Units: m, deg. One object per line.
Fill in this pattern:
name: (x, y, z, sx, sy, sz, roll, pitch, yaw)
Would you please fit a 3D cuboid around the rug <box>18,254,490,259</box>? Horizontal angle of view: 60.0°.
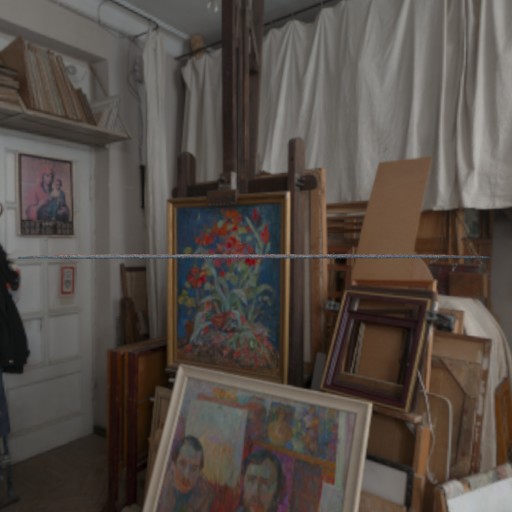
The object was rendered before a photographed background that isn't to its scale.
rug: (0.000, 0.000, 2.687, 2.459, 0.010, 0.801, 0, 1, -2)
